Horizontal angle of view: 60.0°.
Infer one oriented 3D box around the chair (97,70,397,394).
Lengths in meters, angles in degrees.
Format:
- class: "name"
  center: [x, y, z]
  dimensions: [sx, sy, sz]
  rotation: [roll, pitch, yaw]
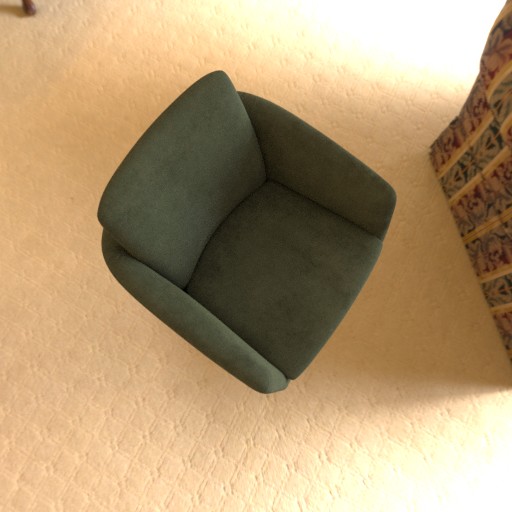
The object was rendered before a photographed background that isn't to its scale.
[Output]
- class: "chair"
  center: [0.000, 0.000, 1.357]
  dimensions: [0.635, 0.908, 0.641]
  rotation: [34, 78, 8]
